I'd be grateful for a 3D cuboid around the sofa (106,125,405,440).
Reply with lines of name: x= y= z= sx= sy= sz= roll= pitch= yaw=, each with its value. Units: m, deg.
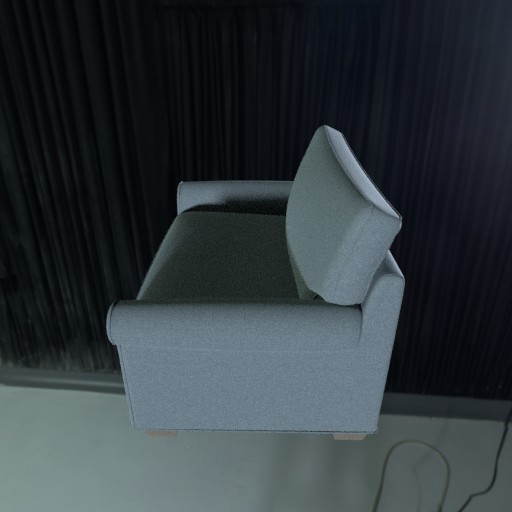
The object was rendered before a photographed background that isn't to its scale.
sofa: x=0.000 y=0.000 z=2.032 sx=0.940 sy=0.953 sz=1.410 roll=1 pitch=27 yaw=1
